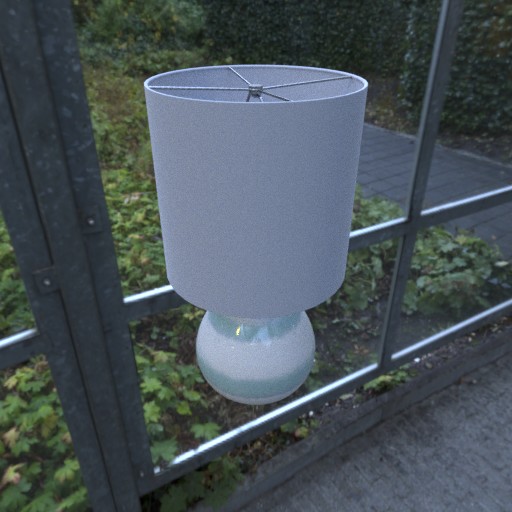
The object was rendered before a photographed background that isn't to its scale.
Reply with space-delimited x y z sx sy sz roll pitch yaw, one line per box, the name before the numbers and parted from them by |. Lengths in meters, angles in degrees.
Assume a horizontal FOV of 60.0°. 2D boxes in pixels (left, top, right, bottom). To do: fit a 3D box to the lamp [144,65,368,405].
lamp | 0.000 0.000 0.540 0.217 0.404 0.217 -9 32 -15
